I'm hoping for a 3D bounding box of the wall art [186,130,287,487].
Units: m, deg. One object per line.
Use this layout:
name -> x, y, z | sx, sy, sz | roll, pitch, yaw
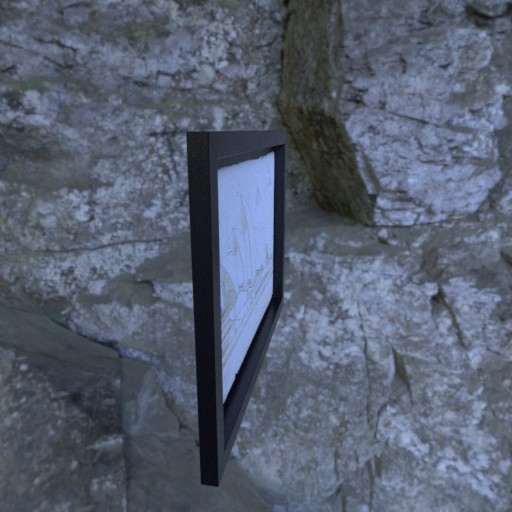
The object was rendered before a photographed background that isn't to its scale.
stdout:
wall art -> 0.000, 0.000, 0.842 | 0.027, 0.458, 0.657 | 3, 16, 11
